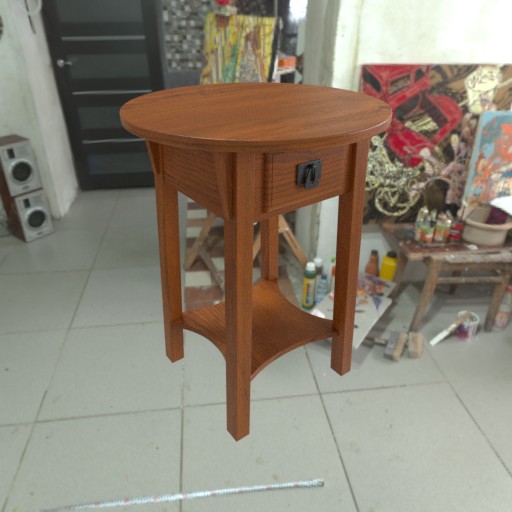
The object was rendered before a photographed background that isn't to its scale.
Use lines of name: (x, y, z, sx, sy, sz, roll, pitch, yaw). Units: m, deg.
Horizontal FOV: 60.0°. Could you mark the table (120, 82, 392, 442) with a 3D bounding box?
table: (0.000, 0.000, 0.921, 0.457, 0.610, 0.457, 0, 30, 0)
